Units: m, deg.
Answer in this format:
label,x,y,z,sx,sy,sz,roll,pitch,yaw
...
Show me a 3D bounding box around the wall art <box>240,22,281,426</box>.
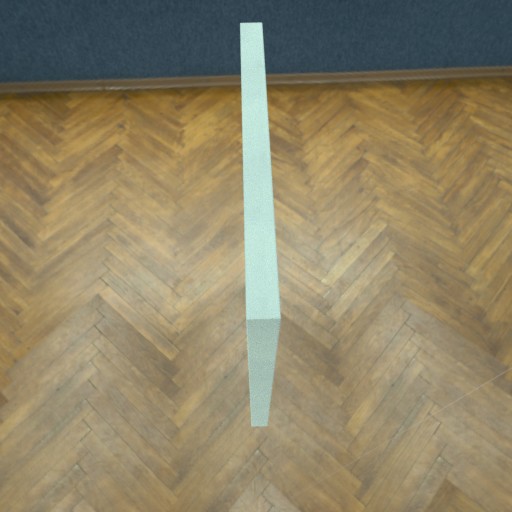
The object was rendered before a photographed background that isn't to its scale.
label,x,y,z,sx,sy,sz,roll,pitch,yaw
wall art,0.000,0.000,0.839,0.037,0.606,0.508,-2,59,-1
